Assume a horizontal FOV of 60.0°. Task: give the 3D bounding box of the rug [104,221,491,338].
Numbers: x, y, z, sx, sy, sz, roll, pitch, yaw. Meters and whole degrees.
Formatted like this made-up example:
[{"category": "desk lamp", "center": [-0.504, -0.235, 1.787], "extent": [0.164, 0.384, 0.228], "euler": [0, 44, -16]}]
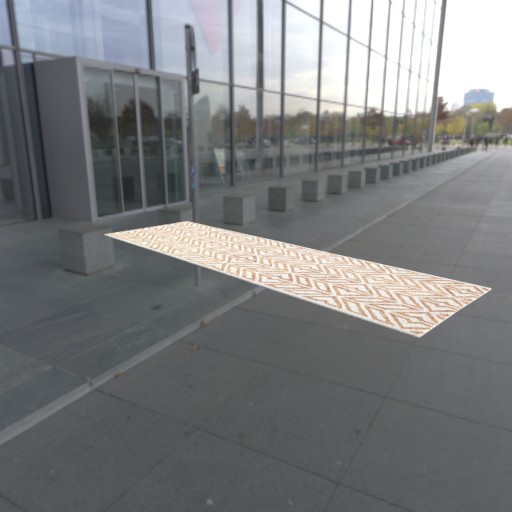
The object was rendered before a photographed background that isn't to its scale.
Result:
[{"category": "rug", "center": [0.000, 0.000, 2.690], "extent": [0.750, 0.009, 2.435], "euler": [-14, 21, -43]}]
